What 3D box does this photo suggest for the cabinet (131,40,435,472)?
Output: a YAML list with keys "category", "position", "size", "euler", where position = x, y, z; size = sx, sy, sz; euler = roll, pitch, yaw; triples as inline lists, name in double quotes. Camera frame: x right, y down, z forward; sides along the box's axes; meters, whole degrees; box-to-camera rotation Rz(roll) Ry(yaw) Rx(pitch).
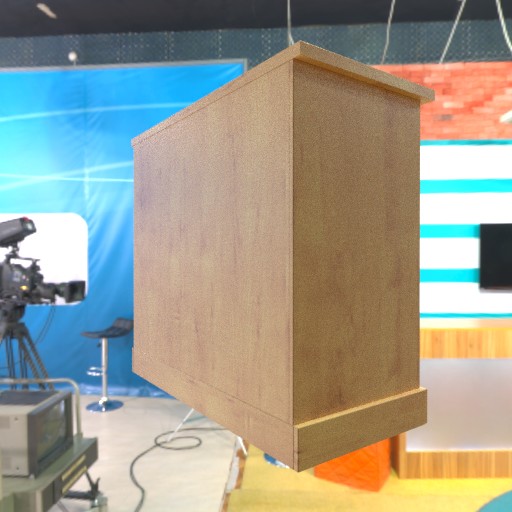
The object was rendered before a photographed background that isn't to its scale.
- category: "cabinet"
  position: [0.000, 0.000, 1.362]
  size: [0.450, 0.840, 0.920]
  euler: [0, 1, -36]
